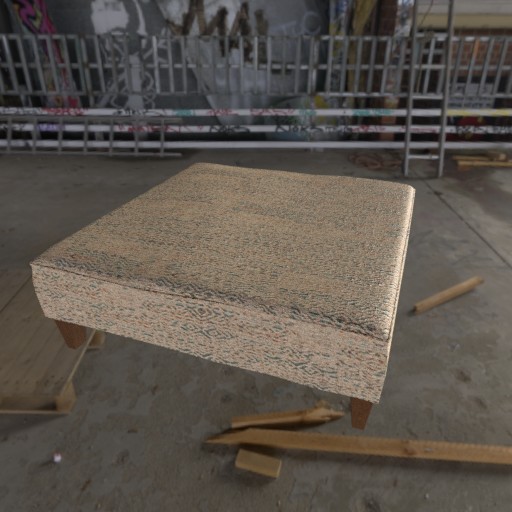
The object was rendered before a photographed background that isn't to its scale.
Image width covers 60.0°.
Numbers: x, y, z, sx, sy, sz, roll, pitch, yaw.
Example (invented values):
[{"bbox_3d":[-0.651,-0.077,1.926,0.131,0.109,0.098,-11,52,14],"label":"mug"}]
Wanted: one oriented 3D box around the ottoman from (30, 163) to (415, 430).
[{"bbox_3d":[0.000,0.000,1.534,0.968,0.356,1.004,10,30,18],"label":"ottoman"}]
